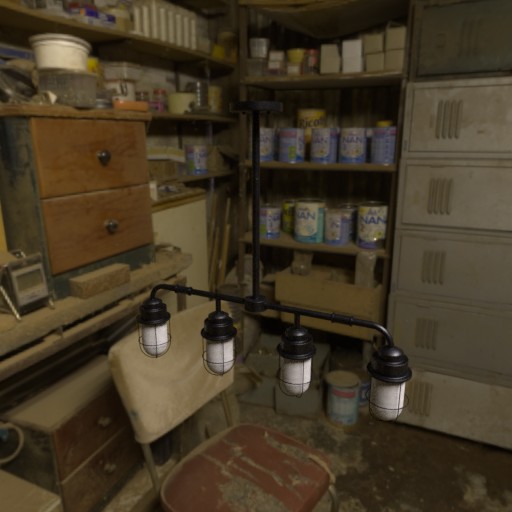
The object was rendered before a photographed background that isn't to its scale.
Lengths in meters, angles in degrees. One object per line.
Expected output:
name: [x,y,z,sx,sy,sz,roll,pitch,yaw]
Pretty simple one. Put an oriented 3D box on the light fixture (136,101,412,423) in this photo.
light fixture: [0.000,0.000,1.201,0.852,0.785,0.131,8,17,26]
